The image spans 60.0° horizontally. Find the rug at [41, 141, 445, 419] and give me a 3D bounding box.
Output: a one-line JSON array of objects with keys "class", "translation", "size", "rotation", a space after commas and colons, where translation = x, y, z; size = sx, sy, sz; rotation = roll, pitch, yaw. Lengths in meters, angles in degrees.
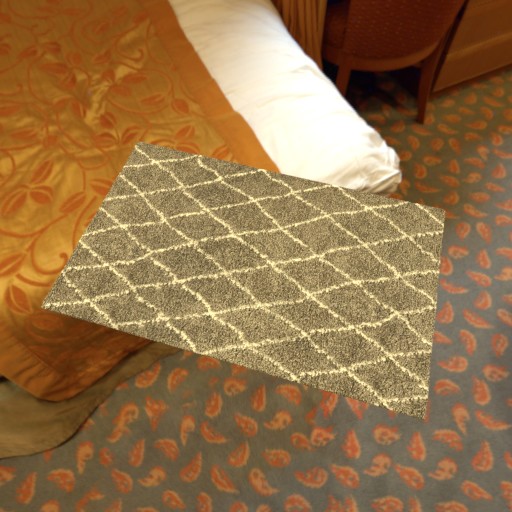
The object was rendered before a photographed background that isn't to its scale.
[{"class": "rug", "translation": [0.000, 0.000, 3.042], "size": [2.438, 0.030, 1.524], "rotation": [14, 60, 8]}]
